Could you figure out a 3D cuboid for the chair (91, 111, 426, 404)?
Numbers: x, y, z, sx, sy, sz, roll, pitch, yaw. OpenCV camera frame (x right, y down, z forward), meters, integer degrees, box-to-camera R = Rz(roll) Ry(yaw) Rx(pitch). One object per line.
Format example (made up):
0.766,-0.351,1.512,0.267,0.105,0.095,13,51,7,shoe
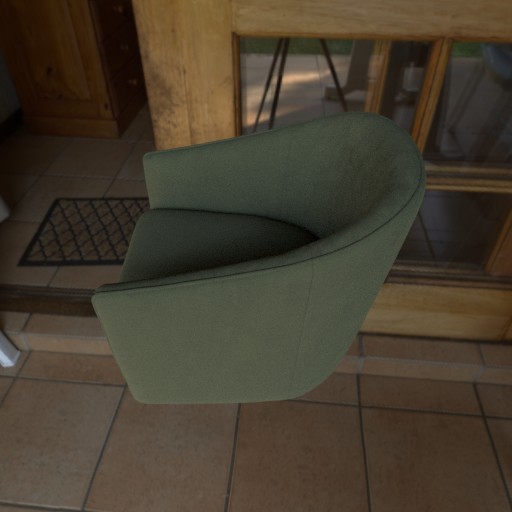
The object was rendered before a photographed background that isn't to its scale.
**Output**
0.000,0.000,1.441,0.875,0.799,0.747,0,42,0,chair
